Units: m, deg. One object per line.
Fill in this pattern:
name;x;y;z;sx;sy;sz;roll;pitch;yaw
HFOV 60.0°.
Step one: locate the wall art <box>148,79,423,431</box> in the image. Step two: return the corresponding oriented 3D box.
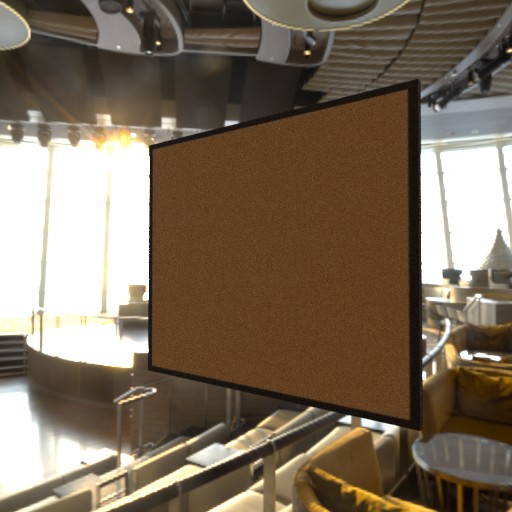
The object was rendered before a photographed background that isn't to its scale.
wall art;0.000;0.000;1.421;1.033;0.875;0.023;-1;-1;37
